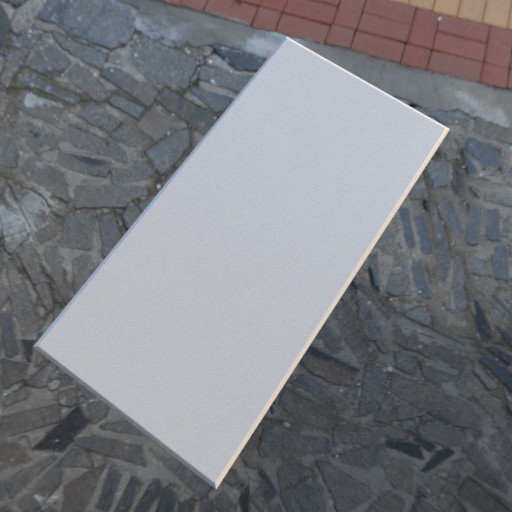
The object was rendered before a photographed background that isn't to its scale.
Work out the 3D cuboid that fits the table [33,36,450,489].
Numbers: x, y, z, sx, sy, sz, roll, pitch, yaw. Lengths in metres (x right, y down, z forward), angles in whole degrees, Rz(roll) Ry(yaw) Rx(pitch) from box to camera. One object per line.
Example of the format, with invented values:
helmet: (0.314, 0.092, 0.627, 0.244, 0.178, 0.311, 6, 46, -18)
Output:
table: (0.000, 0.000, 1.395, 0.551, 0.506, 1.109, 34, 77, 9)
